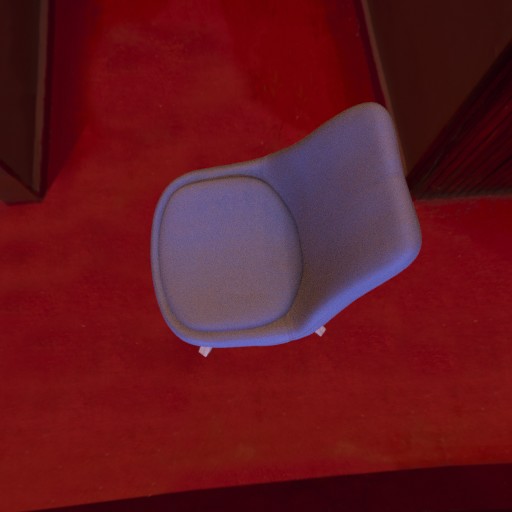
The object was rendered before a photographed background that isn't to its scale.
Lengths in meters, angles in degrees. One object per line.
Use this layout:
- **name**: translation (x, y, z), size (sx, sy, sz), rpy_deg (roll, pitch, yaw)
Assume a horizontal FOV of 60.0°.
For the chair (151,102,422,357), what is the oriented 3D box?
- **chair**: translation (0.000, 0.000, 1.186), size (0.547, 0.865, 0.483), rpy_deg (-8, 75, -2)
